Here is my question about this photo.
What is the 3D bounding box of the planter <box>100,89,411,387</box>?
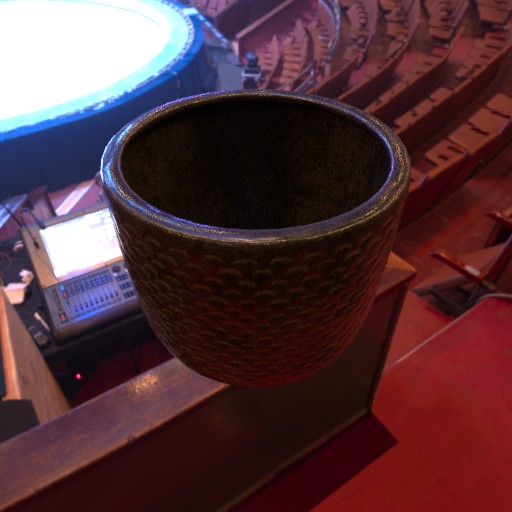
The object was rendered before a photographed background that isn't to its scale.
[{"bbox_3d":[0.000,0.000,0.348,0.197,0.191,0.197,0,42,0],"label":"planter"}]
